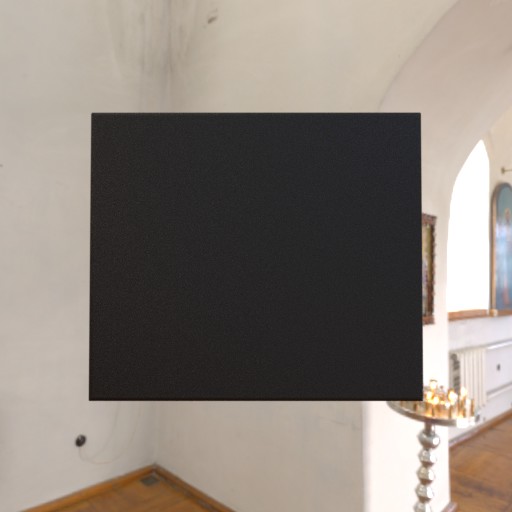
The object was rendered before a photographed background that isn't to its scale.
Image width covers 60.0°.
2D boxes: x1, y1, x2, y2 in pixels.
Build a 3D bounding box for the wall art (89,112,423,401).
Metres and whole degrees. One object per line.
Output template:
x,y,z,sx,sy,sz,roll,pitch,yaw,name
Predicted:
0.000,0.000,0.520,0.380,0.330,0.028,0,-1,0,wall art
